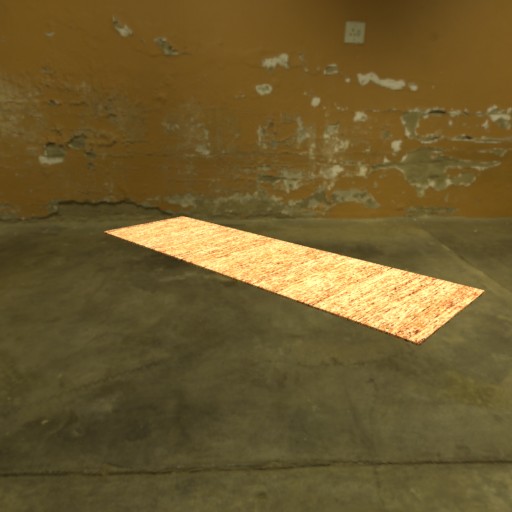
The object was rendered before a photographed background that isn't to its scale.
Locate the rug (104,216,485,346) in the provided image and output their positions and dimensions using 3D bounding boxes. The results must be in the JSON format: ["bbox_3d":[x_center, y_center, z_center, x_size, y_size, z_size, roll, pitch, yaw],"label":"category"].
[{"bbox_3d":[0.000,0.000,2.514,2.237,0.014,0.680,16,24,41],"label":"rug"}]
